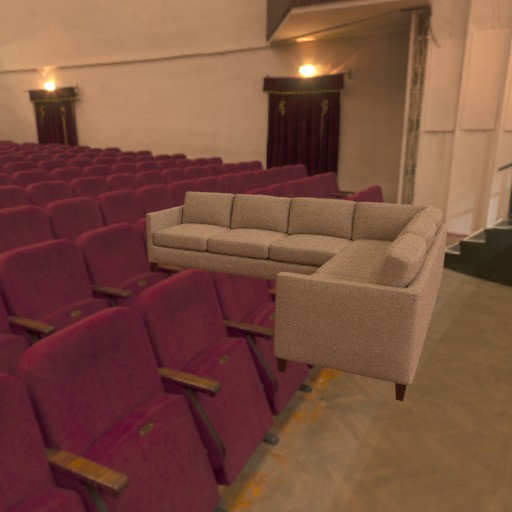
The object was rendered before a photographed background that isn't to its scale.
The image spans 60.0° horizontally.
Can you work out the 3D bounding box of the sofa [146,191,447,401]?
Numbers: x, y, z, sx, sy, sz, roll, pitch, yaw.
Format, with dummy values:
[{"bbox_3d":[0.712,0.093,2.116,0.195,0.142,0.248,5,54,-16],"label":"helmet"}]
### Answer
[{"bbox_3d":[0.000,0.000,4.384,3.333,0.934,2.522,7,16,25],"label":"sofa"}]
